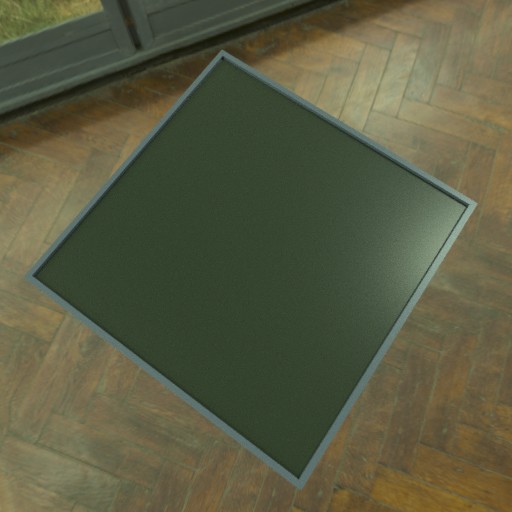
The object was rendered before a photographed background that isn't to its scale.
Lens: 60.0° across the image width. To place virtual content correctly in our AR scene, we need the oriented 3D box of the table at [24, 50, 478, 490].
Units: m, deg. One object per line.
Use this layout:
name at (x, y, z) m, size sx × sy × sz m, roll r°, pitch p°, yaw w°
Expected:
table at (0.000, 0.000, 1.233) m, size 0.801 × 0.299 × 0.801 m, roll 34°, pitch 77°, yaw 9°
